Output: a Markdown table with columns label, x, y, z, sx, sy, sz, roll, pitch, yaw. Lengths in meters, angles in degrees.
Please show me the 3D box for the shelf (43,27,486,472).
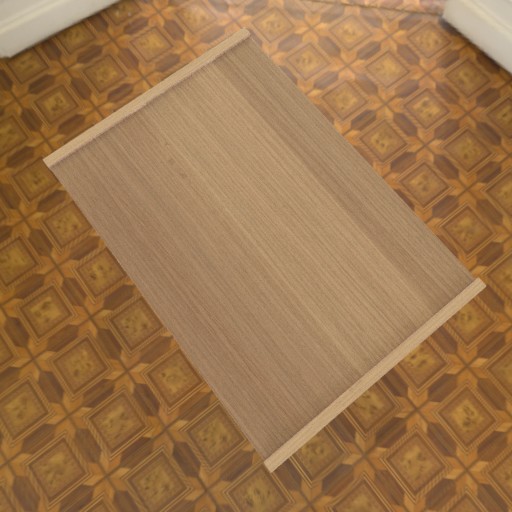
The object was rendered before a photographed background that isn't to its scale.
| label | x | y | z | sx | sy | sz | roll | pitch | yaw |
| --- | --- | --- | --- | --- | --- | --- | --- | --- | --- |
| shelf | 0.000 | 0.000 | 0.631 | 0.290 | 0.305 | 0.415 | -37 | 78 | -9 |
